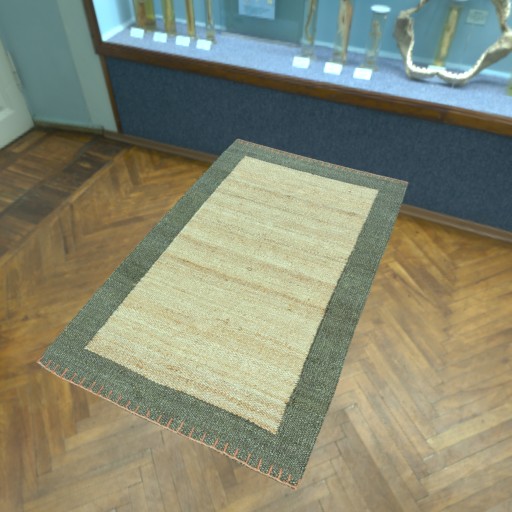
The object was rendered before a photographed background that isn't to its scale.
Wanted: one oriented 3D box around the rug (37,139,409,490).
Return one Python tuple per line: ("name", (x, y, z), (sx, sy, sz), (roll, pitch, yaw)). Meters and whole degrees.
("rug", (0.000, 0.000, 2.889), (1.521, 0.006, 2.435), (18, 49, 17))
